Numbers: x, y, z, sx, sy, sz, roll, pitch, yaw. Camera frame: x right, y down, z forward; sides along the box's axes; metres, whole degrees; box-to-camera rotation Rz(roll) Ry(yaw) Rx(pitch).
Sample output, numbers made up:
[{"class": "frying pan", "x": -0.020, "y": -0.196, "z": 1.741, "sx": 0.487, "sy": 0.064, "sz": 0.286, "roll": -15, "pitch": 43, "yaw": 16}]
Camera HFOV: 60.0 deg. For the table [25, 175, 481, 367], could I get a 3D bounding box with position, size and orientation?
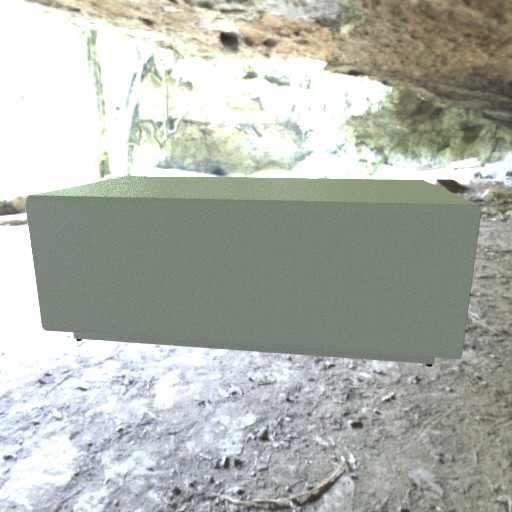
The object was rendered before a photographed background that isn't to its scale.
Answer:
[{"class": "table", "x": 0.000, "y": 0.000, "z": 1.408, "sx": 1.097, "sy": 0.442, "sz": 0.639, "roll": 2, "pitch": 15, "yaw": 8}]
